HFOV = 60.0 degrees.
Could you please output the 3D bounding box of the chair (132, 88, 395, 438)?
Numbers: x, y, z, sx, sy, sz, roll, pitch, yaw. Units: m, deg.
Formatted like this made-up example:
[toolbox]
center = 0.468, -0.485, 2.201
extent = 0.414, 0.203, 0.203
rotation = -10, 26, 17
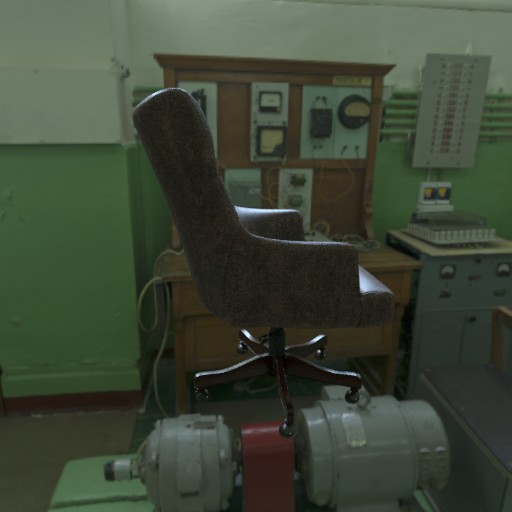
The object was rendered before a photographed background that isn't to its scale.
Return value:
[chair]
center = 0.000, 0.000, 1.538
extent = 0.762, 1.035, 0.641
rotation = -2, 15, -9
